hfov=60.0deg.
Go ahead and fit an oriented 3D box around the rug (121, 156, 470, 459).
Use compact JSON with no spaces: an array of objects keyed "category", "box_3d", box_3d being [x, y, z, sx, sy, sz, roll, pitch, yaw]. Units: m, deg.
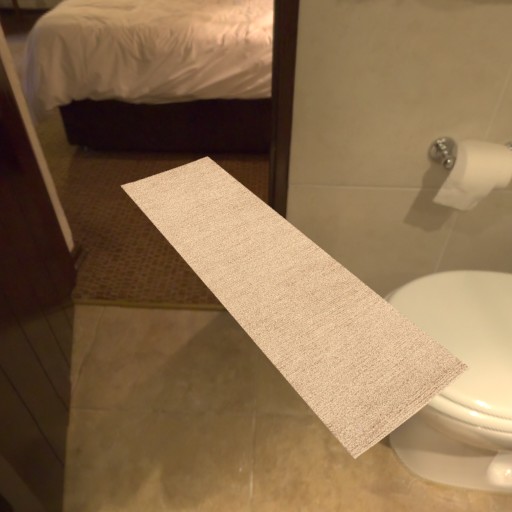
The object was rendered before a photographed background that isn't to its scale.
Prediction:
[{"category":"rug","box_3d":[0.000,0.000,2.547,0.712,0.013,2.346,-24,47,-25]}]
